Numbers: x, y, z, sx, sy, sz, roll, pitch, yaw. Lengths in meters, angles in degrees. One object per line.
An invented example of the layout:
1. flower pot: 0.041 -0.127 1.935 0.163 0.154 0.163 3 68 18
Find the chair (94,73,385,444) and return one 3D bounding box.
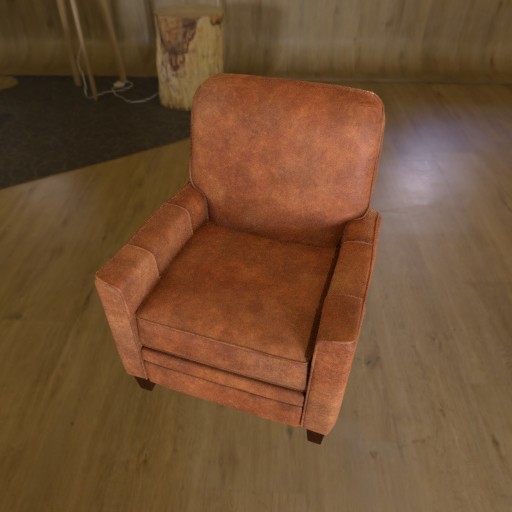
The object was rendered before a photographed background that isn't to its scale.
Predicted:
1. chair: 0.000 0.000 1.648 0.843 1.043 0.836 12 42 14
